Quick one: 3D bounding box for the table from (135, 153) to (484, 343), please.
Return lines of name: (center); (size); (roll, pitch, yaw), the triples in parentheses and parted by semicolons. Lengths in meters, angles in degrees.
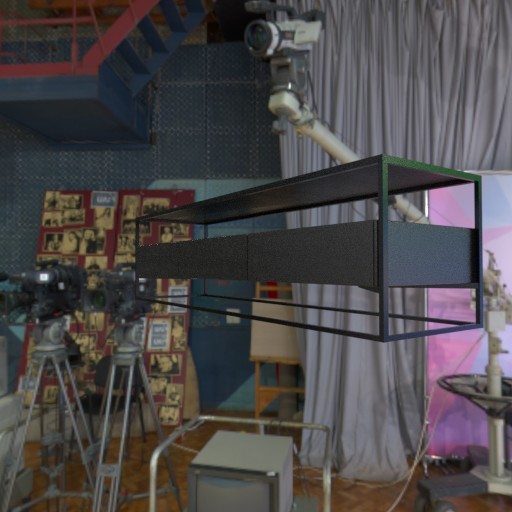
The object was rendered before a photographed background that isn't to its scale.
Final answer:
table: (0.000, 0.000, 1.646); (0.399, 0.395, 1.486); (1, -2, -35)
